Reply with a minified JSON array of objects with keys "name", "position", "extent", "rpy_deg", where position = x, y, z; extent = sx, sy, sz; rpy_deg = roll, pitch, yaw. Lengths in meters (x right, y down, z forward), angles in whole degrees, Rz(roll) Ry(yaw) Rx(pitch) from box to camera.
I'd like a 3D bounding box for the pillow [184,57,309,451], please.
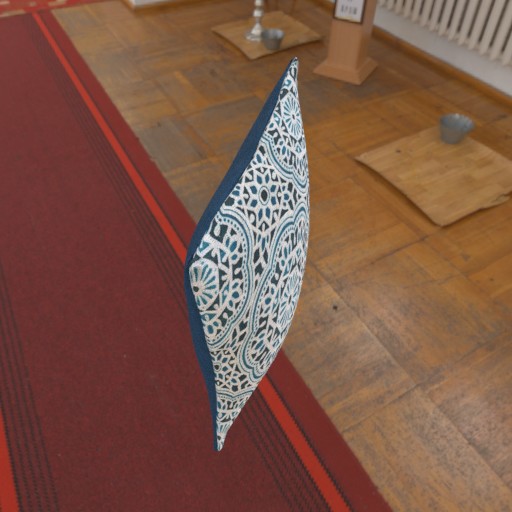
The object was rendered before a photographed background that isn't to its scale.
[{"name":"pillow","position":[0.000,0.000,0.665],"extent":[0.145,0.420,0.440],"rpy_deg":[11,47,10]}]
